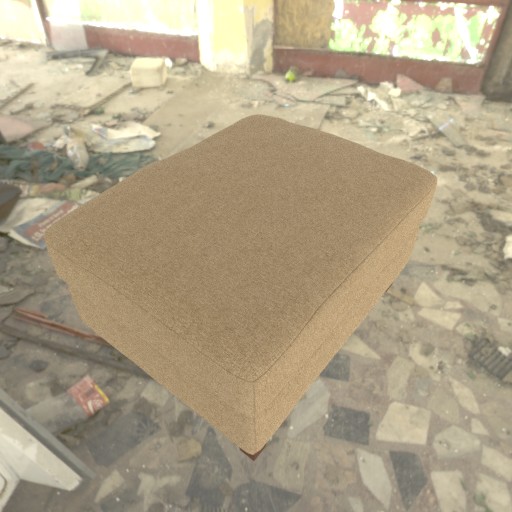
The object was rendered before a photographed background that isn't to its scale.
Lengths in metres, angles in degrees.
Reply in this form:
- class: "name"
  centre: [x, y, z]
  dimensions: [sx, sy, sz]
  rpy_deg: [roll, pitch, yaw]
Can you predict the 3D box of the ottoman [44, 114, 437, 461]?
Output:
- class: "ottoman"
  centre: [0.000, 0.000, 1.306]
  dimensions: [0.692, 0.511, 0.889]
  rpy_deg: [28, 49, 27]
